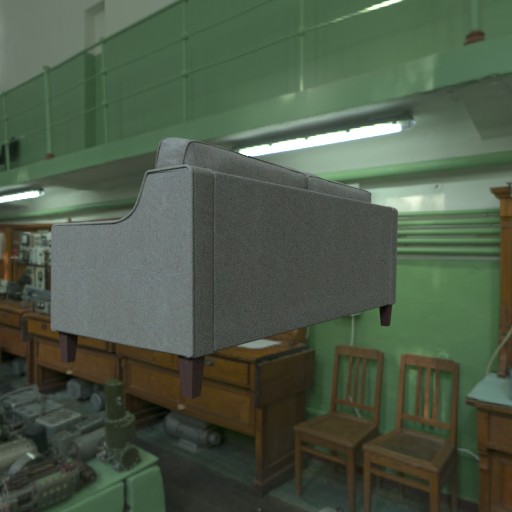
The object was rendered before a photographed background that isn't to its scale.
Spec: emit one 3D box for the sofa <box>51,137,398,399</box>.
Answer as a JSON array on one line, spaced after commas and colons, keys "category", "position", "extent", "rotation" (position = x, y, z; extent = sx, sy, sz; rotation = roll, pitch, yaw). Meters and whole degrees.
[{"category": "sofa", "position": [0.000, 0.000, 2.838], "extent": [1.073, 1.074, 2.181], "rotation": [1, 1, 37]}]
